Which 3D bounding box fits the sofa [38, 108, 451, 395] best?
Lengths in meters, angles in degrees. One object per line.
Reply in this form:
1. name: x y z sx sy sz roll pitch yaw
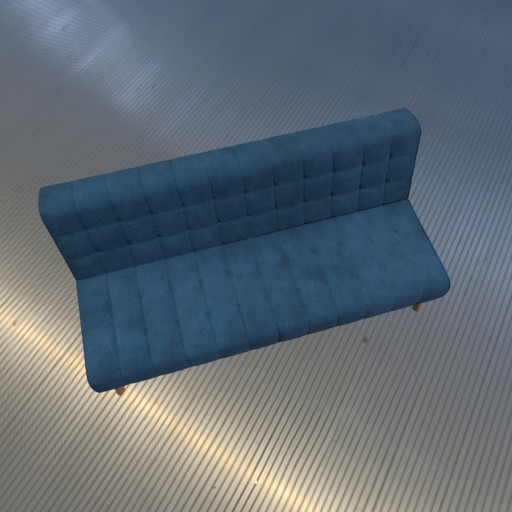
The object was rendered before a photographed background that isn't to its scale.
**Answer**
1. sofa: 0.000 0.000 2.267 1.804 0.813 0.855 -14 64 -7
